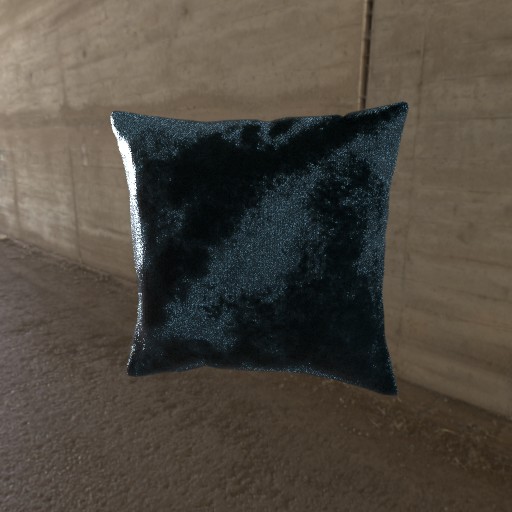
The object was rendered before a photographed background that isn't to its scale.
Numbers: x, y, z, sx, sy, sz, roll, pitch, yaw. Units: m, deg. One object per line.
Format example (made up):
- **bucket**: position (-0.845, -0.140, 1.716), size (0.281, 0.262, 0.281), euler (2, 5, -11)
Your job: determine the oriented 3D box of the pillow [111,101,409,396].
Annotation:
- **pillow**: position (0.000, 0.000, 0.659), size (0.436, 0.430, 0.138), euler (2, 14, 9)
